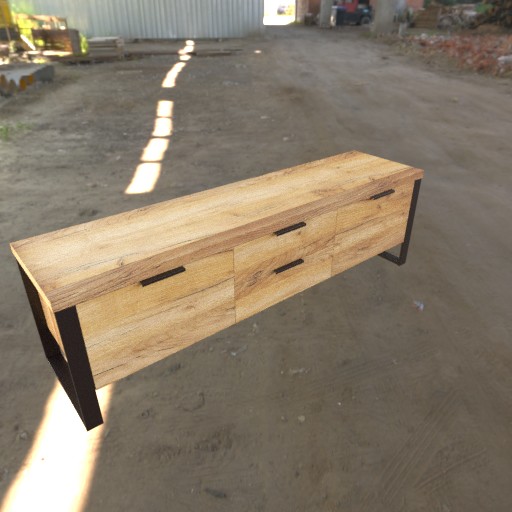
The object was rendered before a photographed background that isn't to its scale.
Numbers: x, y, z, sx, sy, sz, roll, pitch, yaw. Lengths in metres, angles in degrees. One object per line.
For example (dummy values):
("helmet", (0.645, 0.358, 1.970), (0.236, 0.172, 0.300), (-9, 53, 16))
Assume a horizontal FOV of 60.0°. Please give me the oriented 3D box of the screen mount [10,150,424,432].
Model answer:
("screen mount", (0.000, 0.000, 1.683), (1.524, 0.450, 0.395), (-22, 36, -33))
